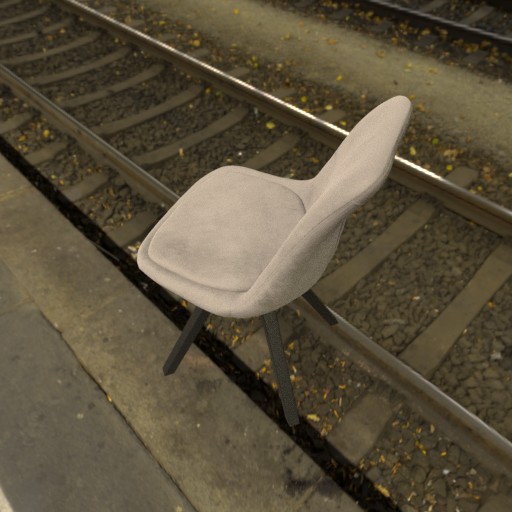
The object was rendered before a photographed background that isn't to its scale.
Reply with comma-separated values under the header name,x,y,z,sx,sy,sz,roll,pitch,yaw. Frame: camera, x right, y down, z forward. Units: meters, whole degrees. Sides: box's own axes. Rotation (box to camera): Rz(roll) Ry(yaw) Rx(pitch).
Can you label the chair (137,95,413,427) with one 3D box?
name,x,y,z,sx,sy,sz,roll,pitch,yaw
chair,0.000,0.000,1.139,0.550,0.850,0.485,18,50,16
